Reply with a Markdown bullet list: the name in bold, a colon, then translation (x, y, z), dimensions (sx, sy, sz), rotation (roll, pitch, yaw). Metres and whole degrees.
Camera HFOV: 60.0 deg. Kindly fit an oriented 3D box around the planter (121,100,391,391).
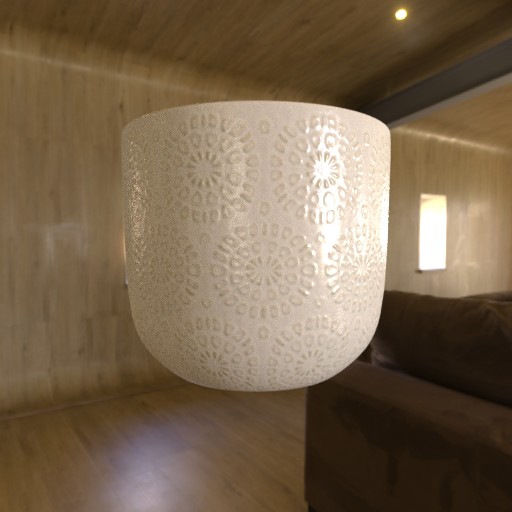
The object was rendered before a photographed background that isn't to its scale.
- **planter**: translation (0.000, 0.000, 0.295), dimensions (0.170, 0.152, 0.170), rotation (0, 2, 0)
